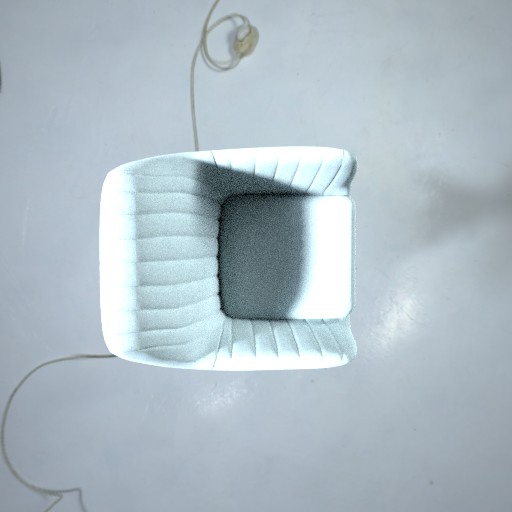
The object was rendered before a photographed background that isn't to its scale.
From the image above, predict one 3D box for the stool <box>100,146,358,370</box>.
[{"bbox_3d":[0.000,0.000,1.219,0.590,0.830,0.503,0,92,-1],"label":"stool"}]
